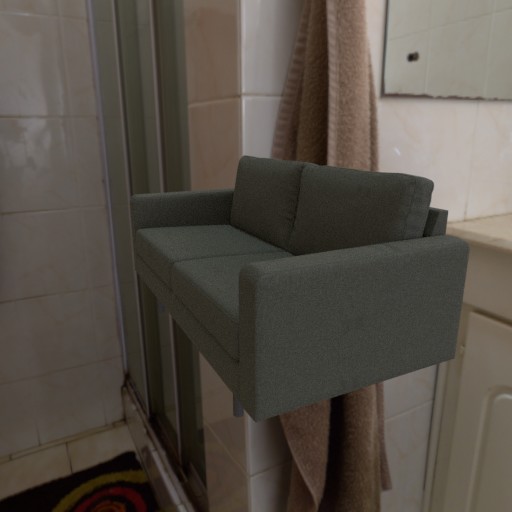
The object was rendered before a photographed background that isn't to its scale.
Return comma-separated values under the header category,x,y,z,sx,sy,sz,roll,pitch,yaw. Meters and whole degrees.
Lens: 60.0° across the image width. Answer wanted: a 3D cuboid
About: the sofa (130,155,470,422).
category,x,y,z,sx,sy,sz,roll,pitch,yaw
sofa,0.000,0.000,2.208,0.889,0.897,1.730,-8,18,-26
